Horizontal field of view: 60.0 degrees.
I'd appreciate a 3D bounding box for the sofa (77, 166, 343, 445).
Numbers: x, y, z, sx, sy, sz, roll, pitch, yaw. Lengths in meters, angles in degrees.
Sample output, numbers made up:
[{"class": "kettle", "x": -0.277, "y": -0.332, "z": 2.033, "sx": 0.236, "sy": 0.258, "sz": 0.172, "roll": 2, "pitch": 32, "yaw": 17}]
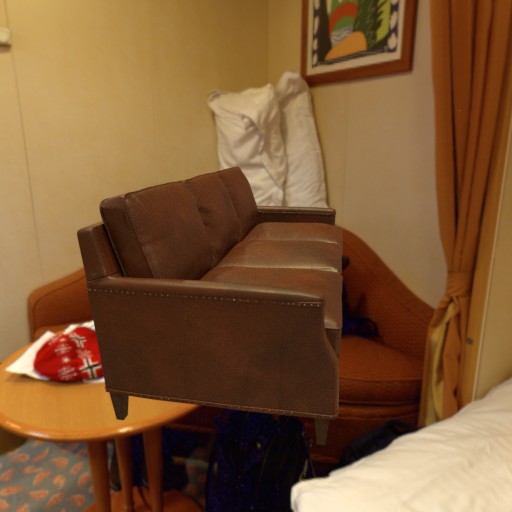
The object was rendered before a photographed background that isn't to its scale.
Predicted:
[{"class": "sofa", "x": 0.000, "y": 0.000, "z": 2.789, "sx": 1.084, "sy": 1.003, "sz": 2.240, "roll": 3, "pitch": 15, "yaw": 11}]
